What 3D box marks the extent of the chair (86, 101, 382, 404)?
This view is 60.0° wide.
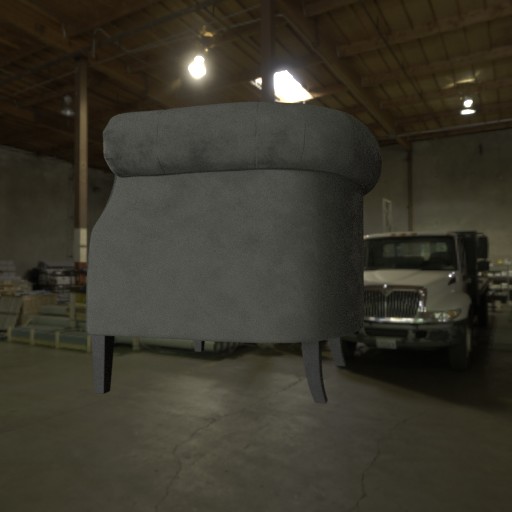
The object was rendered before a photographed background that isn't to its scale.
[{"bbox_3d":[0.000,0.000,1.552,0.851,0.826,0.904,0,-2,17],"label":"chair"}]
